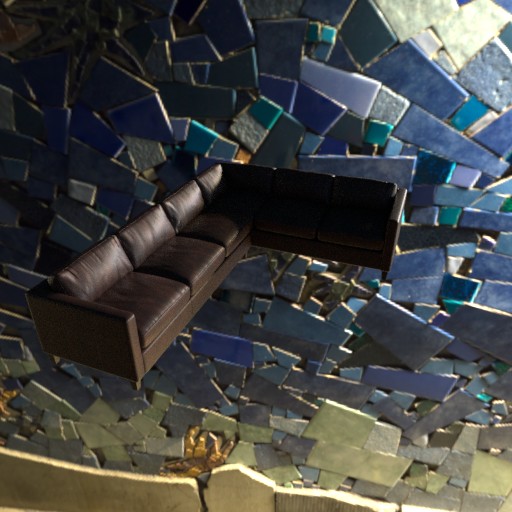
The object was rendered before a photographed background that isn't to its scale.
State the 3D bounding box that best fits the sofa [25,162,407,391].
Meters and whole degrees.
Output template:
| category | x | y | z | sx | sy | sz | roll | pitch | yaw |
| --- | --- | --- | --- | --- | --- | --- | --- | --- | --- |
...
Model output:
| category | x | y | z | sx | sy | sz | roll | pitch | yaw |
| --- | --- | --- | --- | --- | --- | --- | --- | --- | --- |
| sofa | 0.000 | 0.000 | 4.261 | 2.438 | 0.836 | 3.152 | 11 | 32 | 18 |
